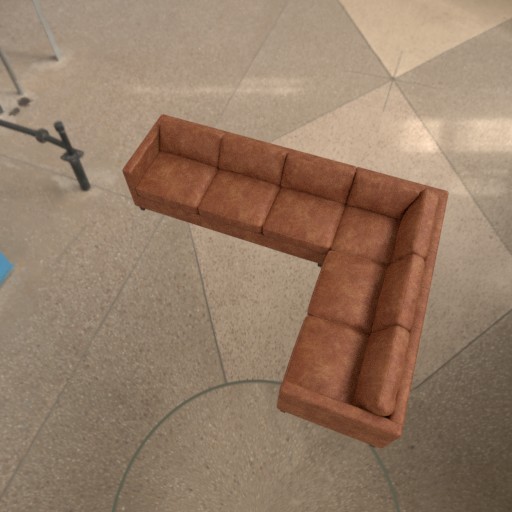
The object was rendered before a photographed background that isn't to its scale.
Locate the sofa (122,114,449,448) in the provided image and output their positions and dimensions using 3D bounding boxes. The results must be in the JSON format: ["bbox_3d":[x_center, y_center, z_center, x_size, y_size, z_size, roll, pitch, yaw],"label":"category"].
[{"bbox_3d":[0.000,0.000,4.279,3.167,0.838,2.438,18,60,11],"label":"sofa"}]
